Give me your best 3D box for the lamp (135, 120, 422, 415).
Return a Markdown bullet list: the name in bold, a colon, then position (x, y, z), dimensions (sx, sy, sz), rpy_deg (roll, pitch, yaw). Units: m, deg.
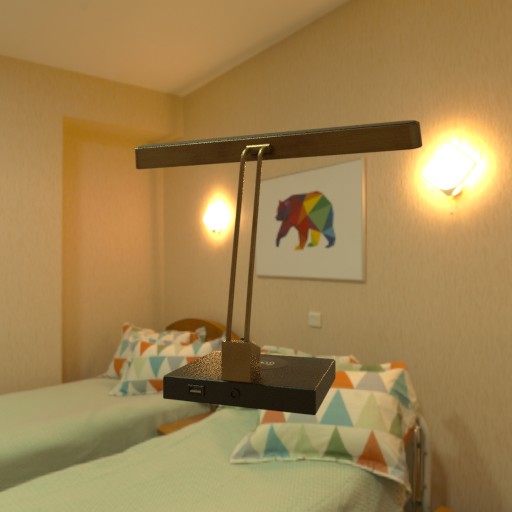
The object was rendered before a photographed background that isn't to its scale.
- **lamp**: position (0.000, 0.000, 0.578), dimensions (0.412, 0.345, 0.156), rpy_deg (0, 0, 18)
